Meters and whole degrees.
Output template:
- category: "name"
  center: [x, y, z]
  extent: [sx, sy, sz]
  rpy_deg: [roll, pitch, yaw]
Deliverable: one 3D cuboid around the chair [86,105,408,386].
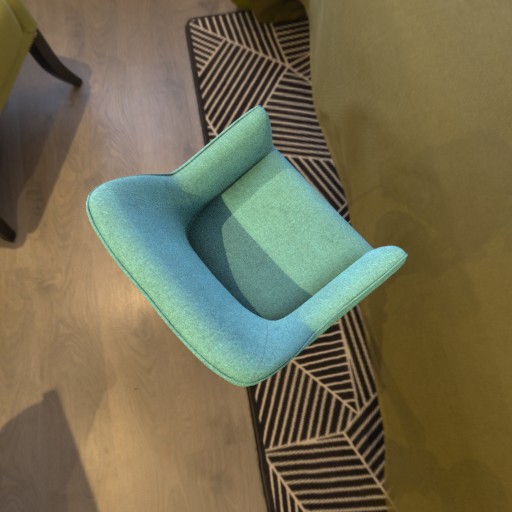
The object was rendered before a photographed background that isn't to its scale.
- category: "chair"
  center: [0.000, 0.000, 1.197]
  extent: [0.519, 0.803, 0.543]
  rpy_deg: [-41, 80, -9]
